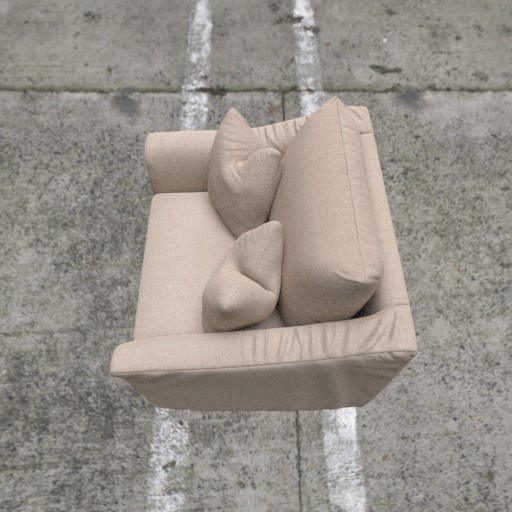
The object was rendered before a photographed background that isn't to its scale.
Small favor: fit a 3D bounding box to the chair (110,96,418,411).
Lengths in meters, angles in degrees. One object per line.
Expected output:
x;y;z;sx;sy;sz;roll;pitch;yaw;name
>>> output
0.000;0.000;2.022;1.071;1.093;1.194;-1;59;0;chair
